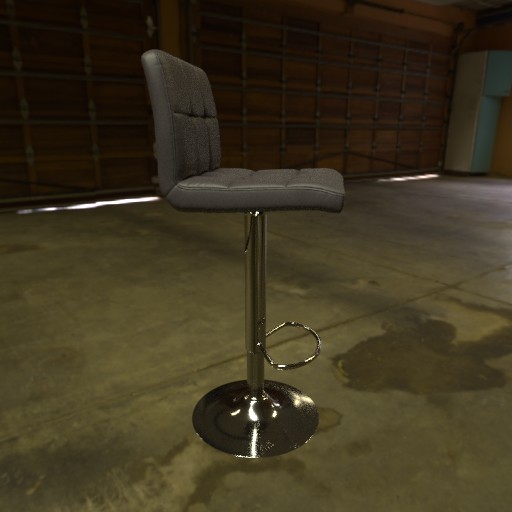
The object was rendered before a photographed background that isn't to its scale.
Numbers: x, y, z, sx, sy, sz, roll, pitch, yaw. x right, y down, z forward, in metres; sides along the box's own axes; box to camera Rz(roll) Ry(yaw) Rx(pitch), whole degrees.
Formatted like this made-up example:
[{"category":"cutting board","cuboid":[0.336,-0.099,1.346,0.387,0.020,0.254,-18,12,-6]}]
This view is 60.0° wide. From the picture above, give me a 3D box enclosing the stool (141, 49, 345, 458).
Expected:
[{"category":"stool","cuboid":[0.000,0.000,1.346,0.505,1.115,0.430,3,16,9]}]
